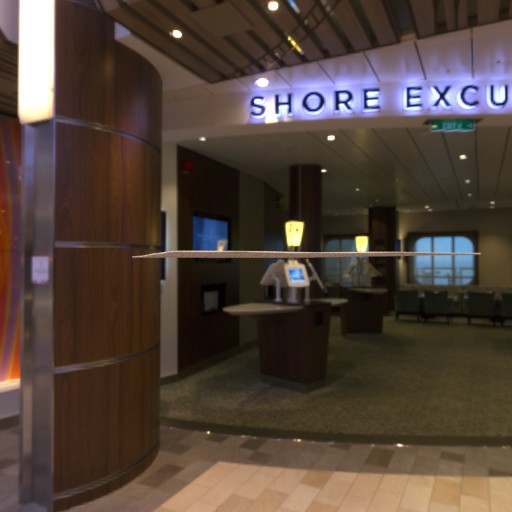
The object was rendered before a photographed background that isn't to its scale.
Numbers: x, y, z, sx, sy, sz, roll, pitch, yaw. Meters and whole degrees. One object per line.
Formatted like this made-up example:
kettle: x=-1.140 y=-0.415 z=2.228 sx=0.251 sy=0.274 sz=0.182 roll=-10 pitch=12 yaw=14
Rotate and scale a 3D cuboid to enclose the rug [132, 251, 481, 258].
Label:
rug: x=0.000 y=0.000 z=3.108 sx=1.527 sy=0.016 sz=2.442 roll=0 pitch=-1 yaw=-19
